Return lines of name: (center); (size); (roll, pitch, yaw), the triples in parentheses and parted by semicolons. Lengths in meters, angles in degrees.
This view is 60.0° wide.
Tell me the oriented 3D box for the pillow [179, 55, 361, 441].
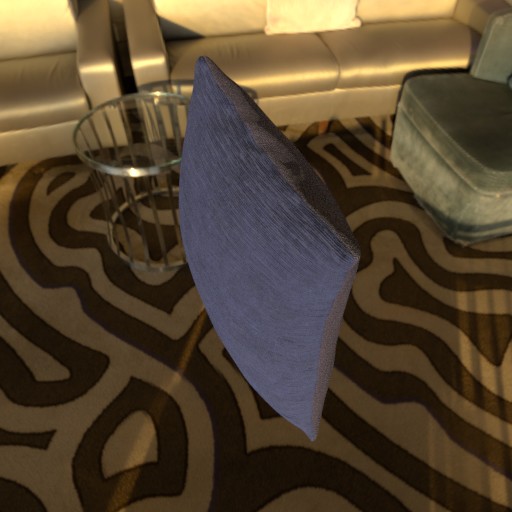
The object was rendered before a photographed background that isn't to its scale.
pillow: (0.000, 0.000, 0.687); (0.204, 0.439, 0.452); (-17, 50, -15)
